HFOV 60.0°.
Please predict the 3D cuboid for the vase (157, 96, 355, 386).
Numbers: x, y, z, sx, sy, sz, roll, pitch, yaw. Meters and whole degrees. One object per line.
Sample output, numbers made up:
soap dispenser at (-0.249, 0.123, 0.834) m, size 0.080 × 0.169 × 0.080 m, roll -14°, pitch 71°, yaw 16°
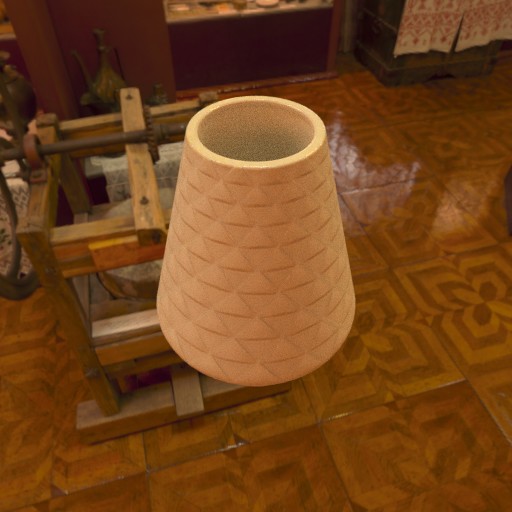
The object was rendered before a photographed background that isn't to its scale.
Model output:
vase at (0.000, 0.000, 0.360) m, size 0.175 × 0.230 × 0.175 m, roll 0°, pitch 46°, yaw 0°
